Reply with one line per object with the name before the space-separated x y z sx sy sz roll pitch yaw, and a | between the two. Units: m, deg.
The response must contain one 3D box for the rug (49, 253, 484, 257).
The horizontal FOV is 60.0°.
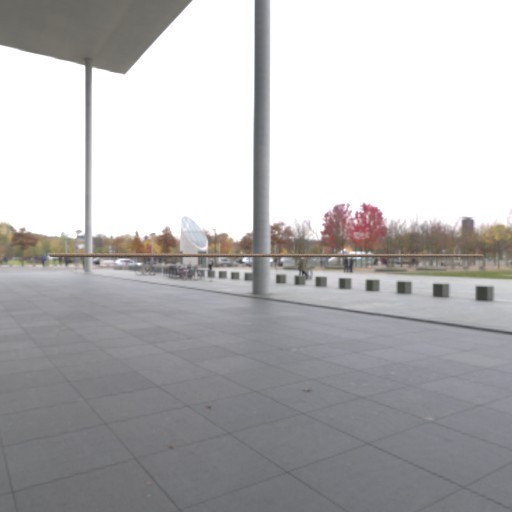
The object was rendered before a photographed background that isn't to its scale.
rug | 0.000 0.000 2.088 1.668 0.012 1.061 0 0 -19
